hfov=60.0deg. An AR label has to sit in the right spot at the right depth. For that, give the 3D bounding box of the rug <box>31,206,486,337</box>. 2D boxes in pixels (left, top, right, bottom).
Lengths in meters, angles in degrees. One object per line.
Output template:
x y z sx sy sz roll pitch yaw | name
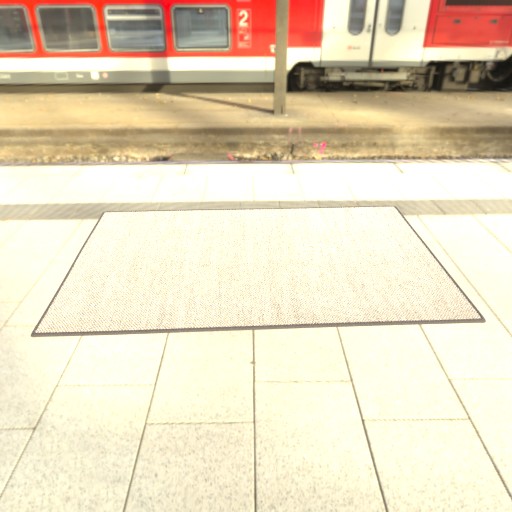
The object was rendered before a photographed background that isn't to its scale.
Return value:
0.000 0.000 2.076 1.676 0.013 1.067 -1 30 -2 | rug
